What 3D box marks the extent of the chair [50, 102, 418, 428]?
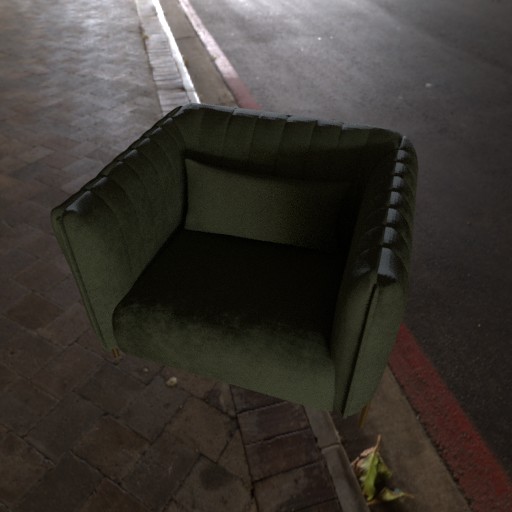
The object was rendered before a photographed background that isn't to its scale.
[{"bbox_3d":[0.000,0.000,1.654,1.032,0.794,0.877,12,42,13],"label":"chair"}]
